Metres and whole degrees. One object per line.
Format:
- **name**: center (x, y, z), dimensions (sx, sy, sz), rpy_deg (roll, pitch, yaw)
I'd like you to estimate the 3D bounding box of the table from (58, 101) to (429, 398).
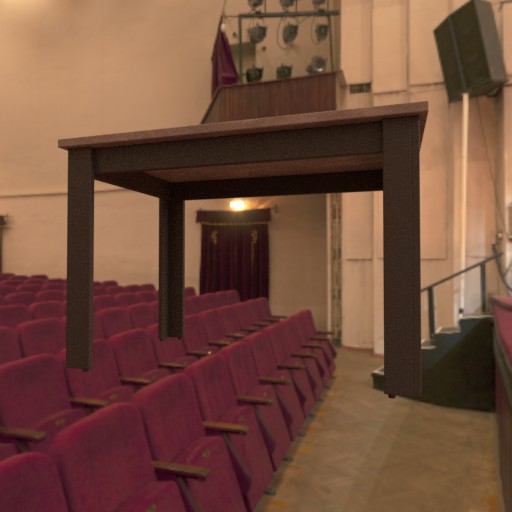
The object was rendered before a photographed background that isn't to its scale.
- **table**: center (0.000, 0.000, 1.568), dimensions (1.100, 0.734, 0.700), rpy_deg (0, -1, 17)
